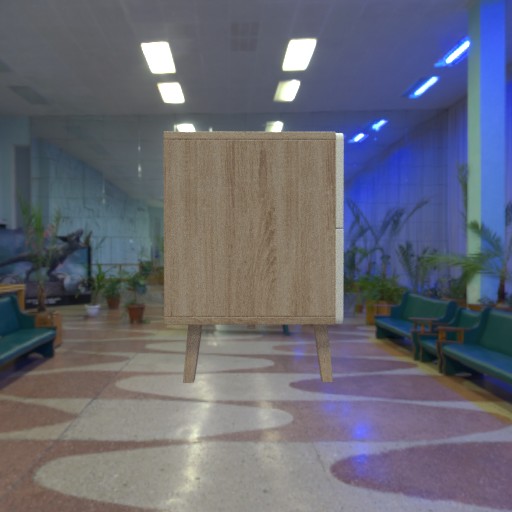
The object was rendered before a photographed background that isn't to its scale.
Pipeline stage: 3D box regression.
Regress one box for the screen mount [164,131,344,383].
[{"bbox_3d":[0.000,0.000,1.735,0.420,0.570,1.500,0,1,0],"label":"screen mount"}]
